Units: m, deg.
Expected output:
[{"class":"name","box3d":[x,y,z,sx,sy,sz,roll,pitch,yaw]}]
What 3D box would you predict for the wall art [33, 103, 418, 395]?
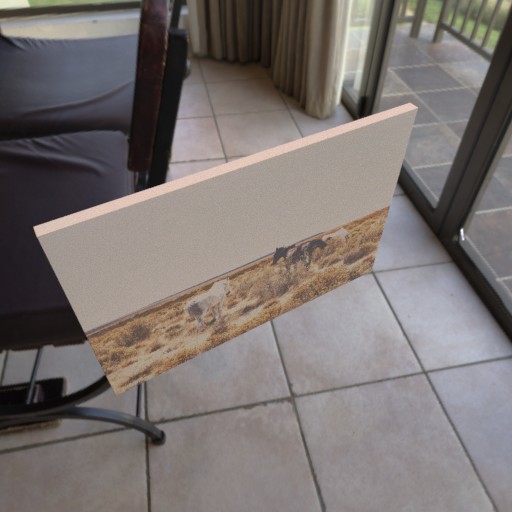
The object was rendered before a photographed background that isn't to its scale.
[{"class":"wall art","box3d":[0.000,0.000,1.947,1.520,1.016,0.051,-23,51,-20]}]
